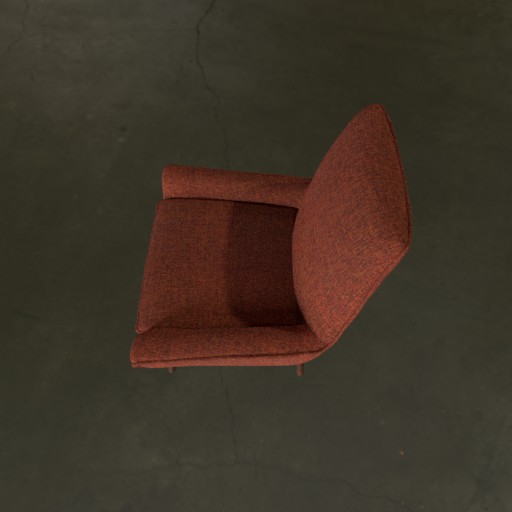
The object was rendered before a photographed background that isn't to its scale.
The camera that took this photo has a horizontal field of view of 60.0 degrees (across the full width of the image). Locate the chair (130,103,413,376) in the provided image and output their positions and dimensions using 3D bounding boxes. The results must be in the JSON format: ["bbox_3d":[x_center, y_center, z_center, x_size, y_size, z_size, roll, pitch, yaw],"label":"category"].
[{"bbox_3d":[0.000,0.000,1.529,0.784,0.911,0.803,1,58,1],"label":"chair"}]
